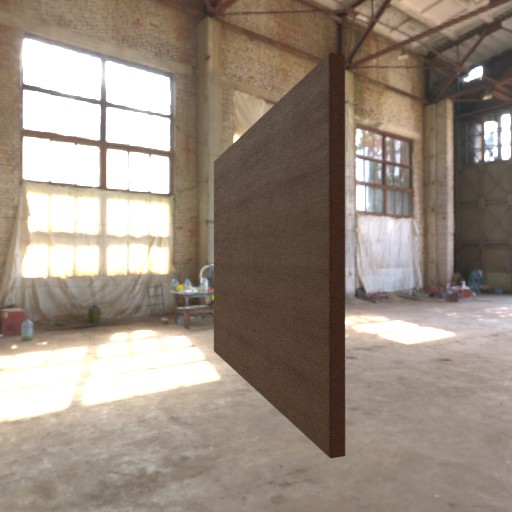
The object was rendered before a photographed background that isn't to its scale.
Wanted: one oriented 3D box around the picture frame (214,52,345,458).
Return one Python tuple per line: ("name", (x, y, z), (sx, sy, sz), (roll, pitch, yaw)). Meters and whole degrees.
("picture frame", (0.000, 0.000, 1.748), (0.045, 1.018, 1.329), (0, 0, -18))
